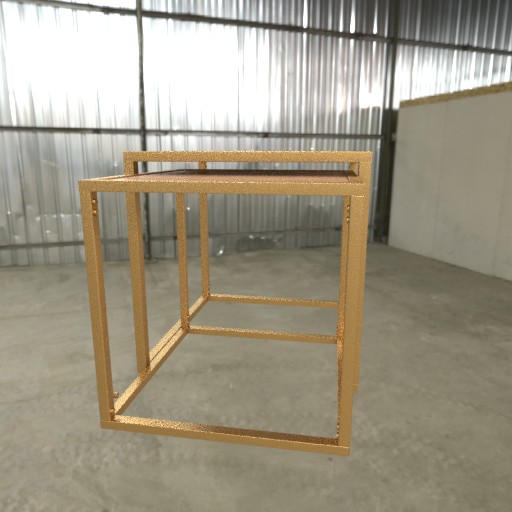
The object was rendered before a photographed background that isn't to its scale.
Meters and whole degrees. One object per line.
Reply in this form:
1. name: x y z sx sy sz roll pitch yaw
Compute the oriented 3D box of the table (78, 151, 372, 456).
1. table: 0.000 0.000 1.094 0.505 0.505 0.762 2 14 9
